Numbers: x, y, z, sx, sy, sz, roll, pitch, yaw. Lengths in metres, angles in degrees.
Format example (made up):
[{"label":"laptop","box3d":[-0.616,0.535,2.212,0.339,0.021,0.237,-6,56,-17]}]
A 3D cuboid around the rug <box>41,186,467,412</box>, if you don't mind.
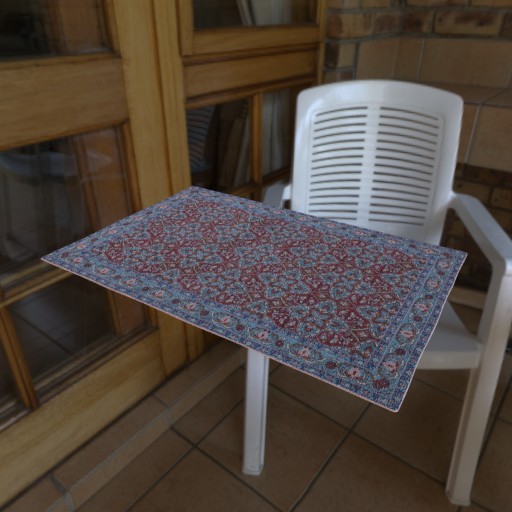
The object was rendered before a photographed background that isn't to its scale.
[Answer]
[{"label":"rug","box3d":[0.000,0.000,2.275,1.829,0.009,1.219,17,34,28]}]
